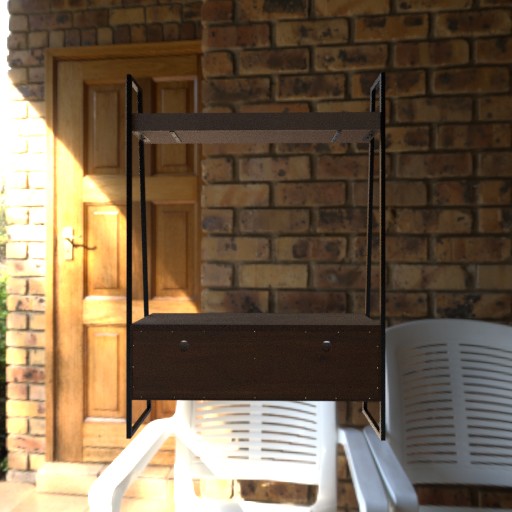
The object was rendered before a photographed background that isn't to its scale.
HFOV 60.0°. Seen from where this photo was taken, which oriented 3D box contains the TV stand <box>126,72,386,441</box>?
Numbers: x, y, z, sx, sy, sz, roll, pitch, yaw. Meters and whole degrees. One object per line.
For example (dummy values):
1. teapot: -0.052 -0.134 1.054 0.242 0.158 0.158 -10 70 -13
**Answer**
1. TV stand: 0.000 0.000 2.343 1.250 1.772 0.432 0 0 1
